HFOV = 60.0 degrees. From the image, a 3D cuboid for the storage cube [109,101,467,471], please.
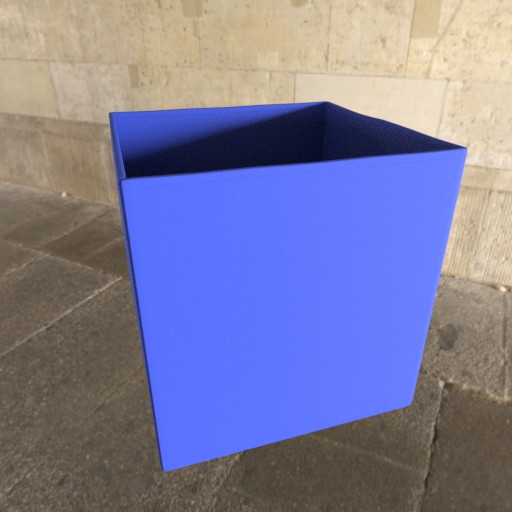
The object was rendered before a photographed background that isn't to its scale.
[{"bbox_3d":[0.000,0.000,0.486,0.270,0.280,0.270,-8,29,-16],"label":"storage cube"}]
